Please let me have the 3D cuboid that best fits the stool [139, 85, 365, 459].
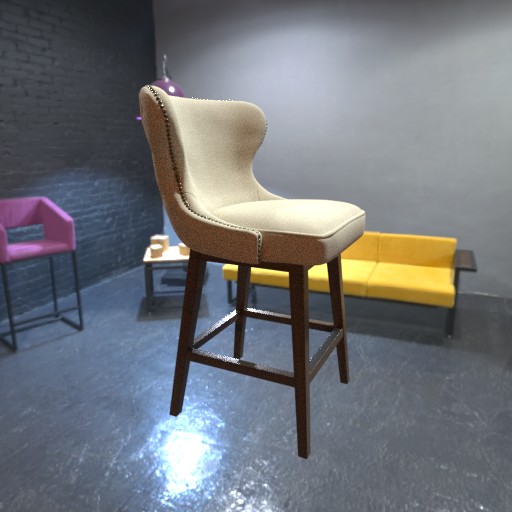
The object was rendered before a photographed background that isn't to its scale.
[{"bbox_3d":[0.000,0.000,1.384,0.597,0.972,0.615,7,16,25],"label":"stool"}]
